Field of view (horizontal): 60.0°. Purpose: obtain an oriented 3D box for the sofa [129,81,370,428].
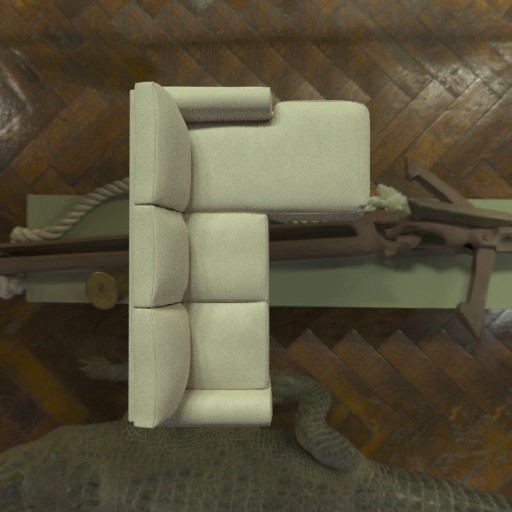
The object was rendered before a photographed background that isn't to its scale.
[{"bbox_3d":[0.000,0.000,2.374,1.226,0.734,1.770,0,89,0],"label":"sofa"}]
